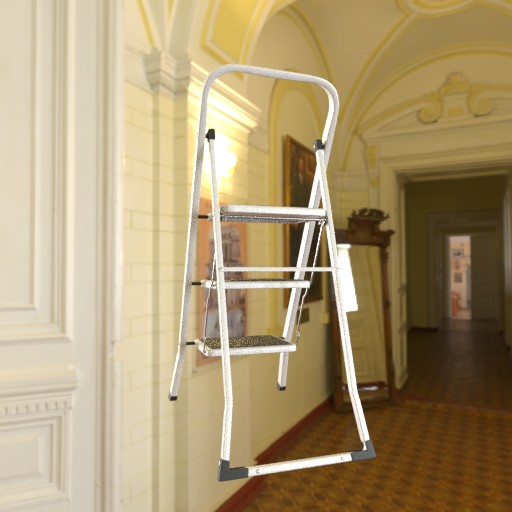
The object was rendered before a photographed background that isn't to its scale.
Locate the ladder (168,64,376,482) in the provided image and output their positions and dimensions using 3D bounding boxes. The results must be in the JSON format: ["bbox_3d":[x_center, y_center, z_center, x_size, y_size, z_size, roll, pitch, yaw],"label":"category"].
[{"bbox_3d":[0.000,0.000,1.411,0.460,1.050,0.711,1,-2,-18],"label":"ladder"}]
